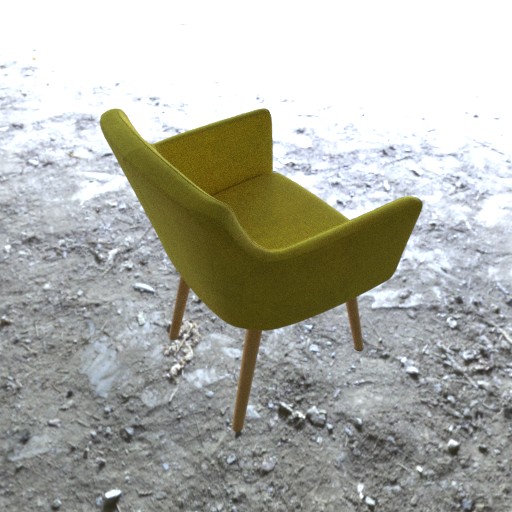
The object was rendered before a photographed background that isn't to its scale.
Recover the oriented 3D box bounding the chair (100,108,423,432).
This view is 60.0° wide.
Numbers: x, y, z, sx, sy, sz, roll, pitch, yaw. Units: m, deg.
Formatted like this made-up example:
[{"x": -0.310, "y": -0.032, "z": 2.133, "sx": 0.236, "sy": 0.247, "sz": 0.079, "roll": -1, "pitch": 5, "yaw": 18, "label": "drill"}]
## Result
[{"x": 0.000, "y": 0.000, "z": 1.154, "sx": 0.570, "sy": 0.780, "sz": 0.570, "roll": -25, "pitch": 48, "yaw": -25, "label": "chair"}]
